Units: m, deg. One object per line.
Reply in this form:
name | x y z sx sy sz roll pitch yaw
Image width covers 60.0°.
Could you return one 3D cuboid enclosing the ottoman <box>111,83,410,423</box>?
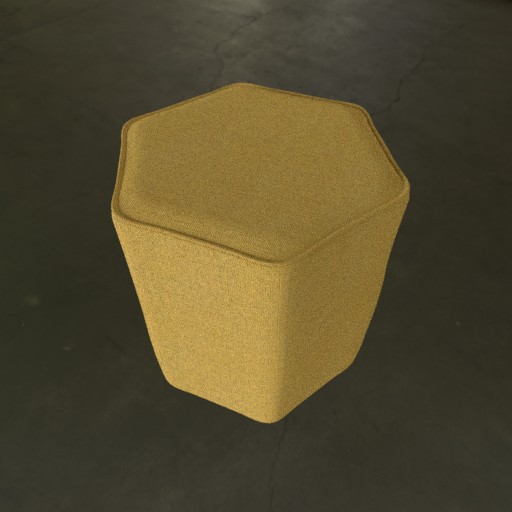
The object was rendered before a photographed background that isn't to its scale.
ottoman | 0.000 0.000 0.880 0.494 0.502 0.443 17 49 15
